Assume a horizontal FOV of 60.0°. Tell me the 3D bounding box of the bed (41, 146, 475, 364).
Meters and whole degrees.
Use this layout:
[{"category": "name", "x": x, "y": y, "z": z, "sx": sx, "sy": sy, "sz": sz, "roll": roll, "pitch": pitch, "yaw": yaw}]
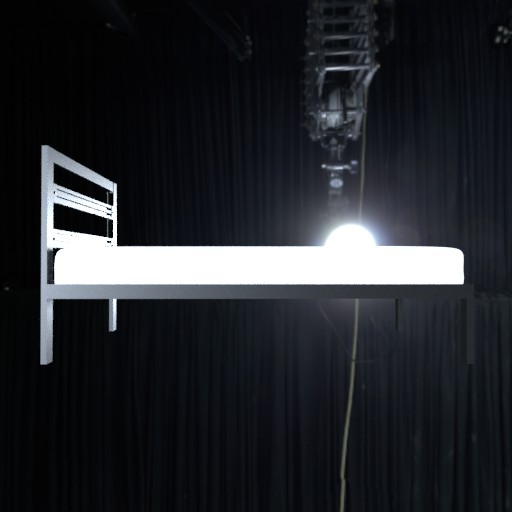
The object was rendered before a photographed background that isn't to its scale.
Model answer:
[{"category": "bed", "x": 0.000, "y": 0.000, "z": 2.460, "sx": 1.930, "sy": 0.967, "sz": 0.991, "roll": 0, "pitch": -1, "yaw": 0}]
